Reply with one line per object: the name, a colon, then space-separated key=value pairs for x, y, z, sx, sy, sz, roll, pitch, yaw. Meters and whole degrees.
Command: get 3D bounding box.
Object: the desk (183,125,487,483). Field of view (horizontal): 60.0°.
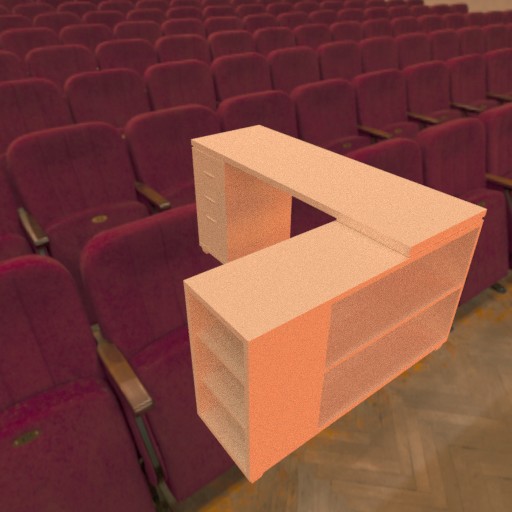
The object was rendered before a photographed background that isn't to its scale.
desk: x=0.000 y=0.000 z=2.209 sx=1.199 sy=0.759 sz=1.524 roll=-22 pitch=38 yaw=-31
